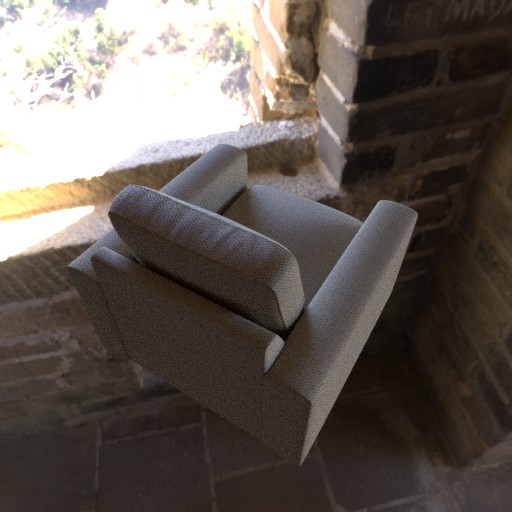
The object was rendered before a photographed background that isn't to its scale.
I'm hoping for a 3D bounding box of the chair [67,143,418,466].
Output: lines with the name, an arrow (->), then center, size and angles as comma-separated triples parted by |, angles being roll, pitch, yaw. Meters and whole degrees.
chair -> 0.000, 0.000, 1.806 | 1.005, 0.873, 1.016 | 24, 51, 21
